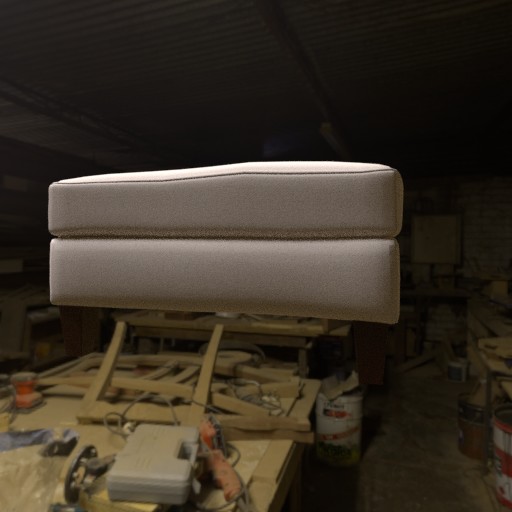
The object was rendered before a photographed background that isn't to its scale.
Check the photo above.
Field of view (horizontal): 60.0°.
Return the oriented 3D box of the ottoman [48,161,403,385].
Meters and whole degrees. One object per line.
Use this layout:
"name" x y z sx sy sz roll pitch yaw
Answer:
"ottoman" 0.000 0.000 1.350 0.838 0.479 0.838 1 2 17
